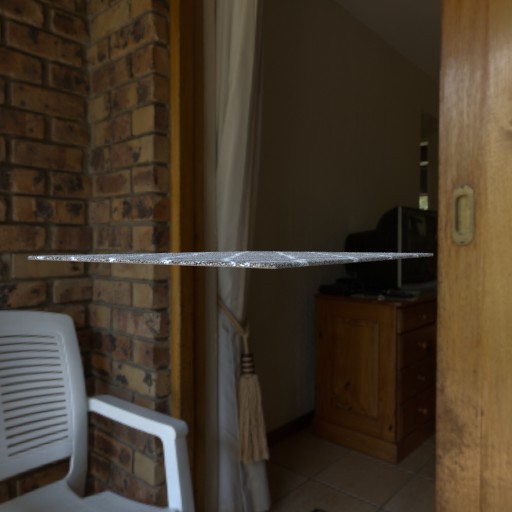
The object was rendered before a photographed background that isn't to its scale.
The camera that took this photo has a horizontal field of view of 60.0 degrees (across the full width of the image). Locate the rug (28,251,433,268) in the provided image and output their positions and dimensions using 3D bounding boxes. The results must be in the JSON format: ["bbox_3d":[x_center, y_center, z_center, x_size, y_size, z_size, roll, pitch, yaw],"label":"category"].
[{"bbox_3d":[0.000,0.000,4.146,2.438,0.029,3.047,1,2,36],"label":"rug"}]
